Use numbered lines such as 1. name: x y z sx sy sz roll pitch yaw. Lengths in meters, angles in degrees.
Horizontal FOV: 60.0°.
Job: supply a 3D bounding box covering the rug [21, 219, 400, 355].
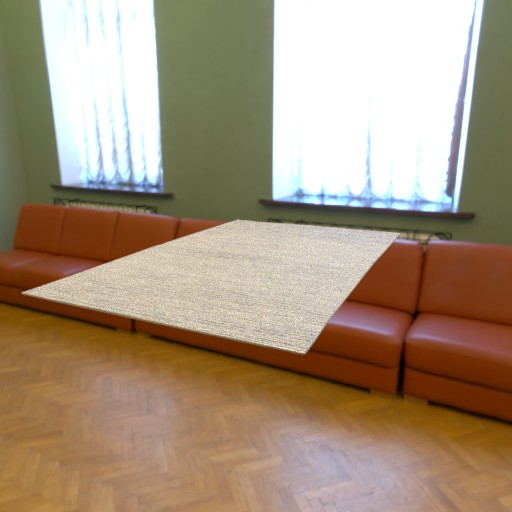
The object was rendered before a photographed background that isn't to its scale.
1. rug: 0.000 0.000 2.256 1.162 0.022 1.804 7 16 25
